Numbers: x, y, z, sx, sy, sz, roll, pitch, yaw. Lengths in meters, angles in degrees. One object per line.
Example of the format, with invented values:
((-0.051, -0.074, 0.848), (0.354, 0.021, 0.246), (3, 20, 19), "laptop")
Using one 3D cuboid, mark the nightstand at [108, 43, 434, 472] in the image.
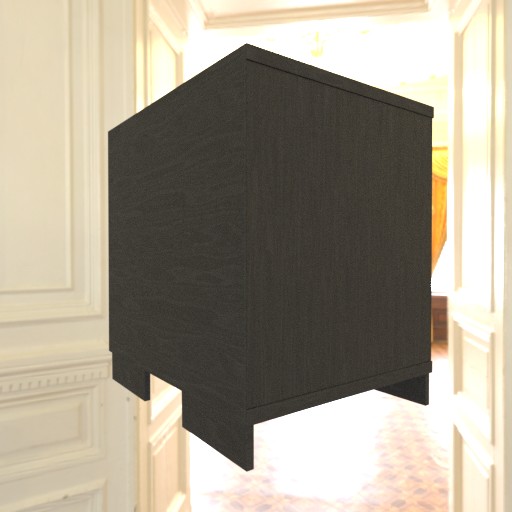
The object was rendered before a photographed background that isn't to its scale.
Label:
((0.000, 0.000, 0.732), (0.347, 0.448, 0.427), (-1, 1, -37), "nightstand")
